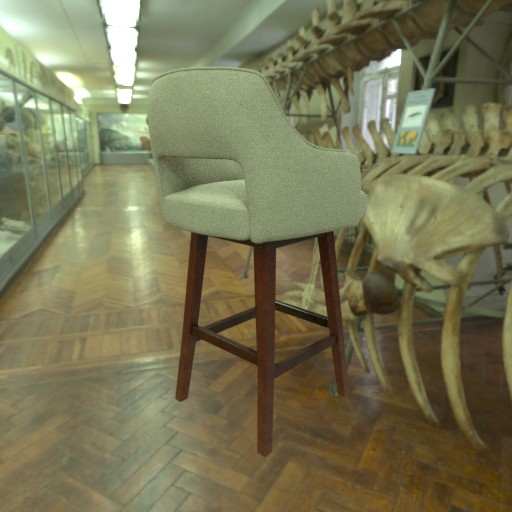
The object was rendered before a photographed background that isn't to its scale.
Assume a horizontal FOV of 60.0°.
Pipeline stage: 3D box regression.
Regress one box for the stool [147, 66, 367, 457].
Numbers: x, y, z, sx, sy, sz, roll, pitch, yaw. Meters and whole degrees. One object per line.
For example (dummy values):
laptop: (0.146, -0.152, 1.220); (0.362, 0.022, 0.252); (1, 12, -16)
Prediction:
stool: (0.000, 0.000, 1.394); (0.550, 1.041, 0.560); (14, 20, 42)
